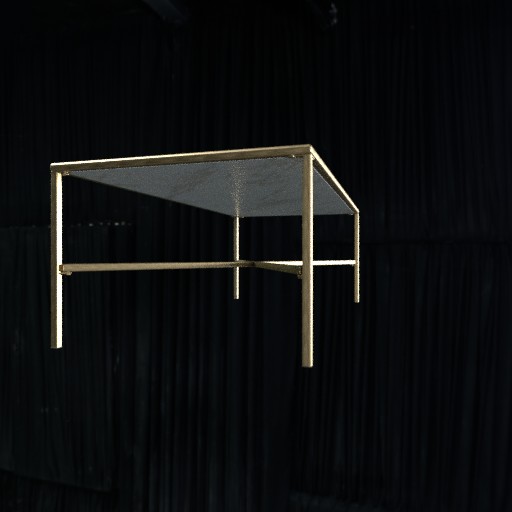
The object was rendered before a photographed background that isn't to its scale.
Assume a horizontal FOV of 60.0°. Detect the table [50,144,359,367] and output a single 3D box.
[{"bbox_3d":[0.000,0.000,1.459,0.577,0.405,1.197,0,0,17],"label":"table"}]
